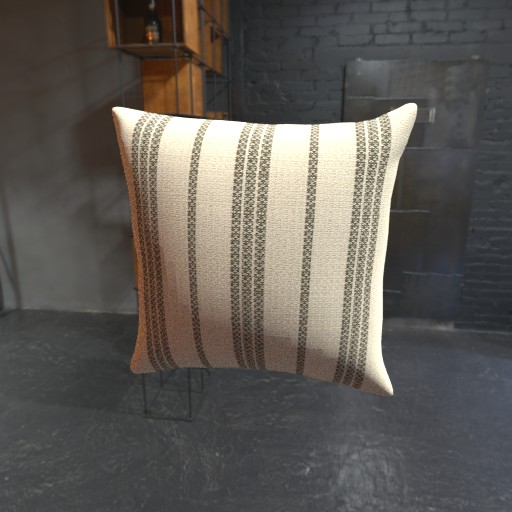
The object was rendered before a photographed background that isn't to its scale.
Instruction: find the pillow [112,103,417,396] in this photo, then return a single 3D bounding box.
[{"bbox_3d":[0.000,0.000,0.628,0.405,0.406,0.173,2,15,9],"label":"pillow"}]
